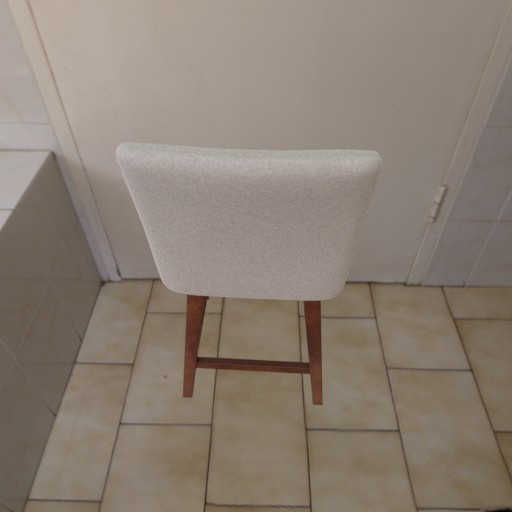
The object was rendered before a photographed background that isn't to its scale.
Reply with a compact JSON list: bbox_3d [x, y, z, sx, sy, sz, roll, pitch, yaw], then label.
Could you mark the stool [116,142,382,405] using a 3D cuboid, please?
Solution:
[{"bbox_3d":[0.000,0.000,1.253,0.469,0.991,0.559,2,46,2],"label":"stool"}]
